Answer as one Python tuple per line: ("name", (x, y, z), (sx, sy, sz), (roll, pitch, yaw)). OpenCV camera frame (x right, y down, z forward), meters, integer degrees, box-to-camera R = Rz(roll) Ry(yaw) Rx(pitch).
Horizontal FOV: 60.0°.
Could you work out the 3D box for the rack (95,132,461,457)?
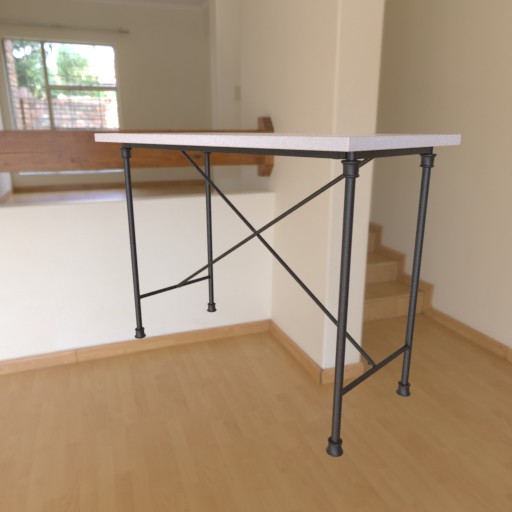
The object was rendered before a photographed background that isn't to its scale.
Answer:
("rack", (0.000, 0.000, 1.656), (1.159, 0.880, 0.613), (15, 22, 43))
